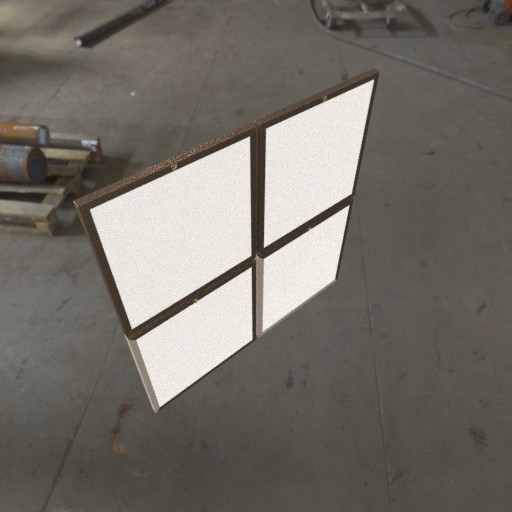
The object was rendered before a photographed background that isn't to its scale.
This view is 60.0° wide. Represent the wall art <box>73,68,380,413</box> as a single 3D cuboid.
[{"bbox_3d":[0.000,0.000,1.569,1.032,1.032,0.030,-32,54,-27],"label":"wall art"}]
